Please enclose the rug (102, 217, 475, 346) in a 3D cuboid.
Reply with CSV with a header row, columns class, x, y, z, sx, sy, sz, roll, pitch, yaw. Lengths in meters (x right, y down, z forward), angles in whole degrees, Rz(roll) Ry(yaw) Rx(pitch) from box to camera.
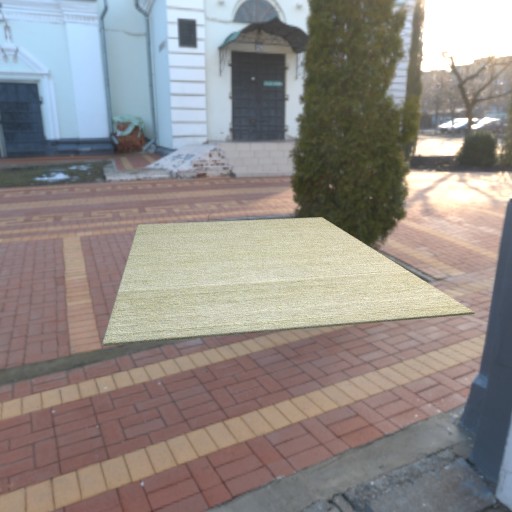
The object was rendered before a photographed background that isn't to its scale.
class,x,y,z,sx,sy,sz,roll,pitch,yaw
rug,0.000,0.000,4.295,2.425,0.016,3.198,-3,17,-10
